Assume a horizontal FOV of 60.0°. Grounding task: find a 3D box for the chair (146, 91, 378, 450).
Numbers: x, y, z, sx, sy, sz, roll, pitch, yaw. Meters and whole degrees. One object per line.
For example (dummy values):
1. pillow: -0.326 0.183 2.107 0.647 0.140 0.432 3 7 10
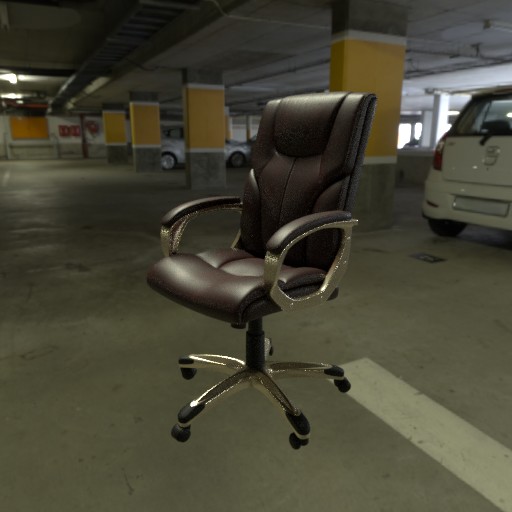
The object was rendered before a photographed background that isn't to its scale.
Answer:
1. chair: 0.000 0.000 1.537 0.739 1.107 0.662 -14 21 -43
